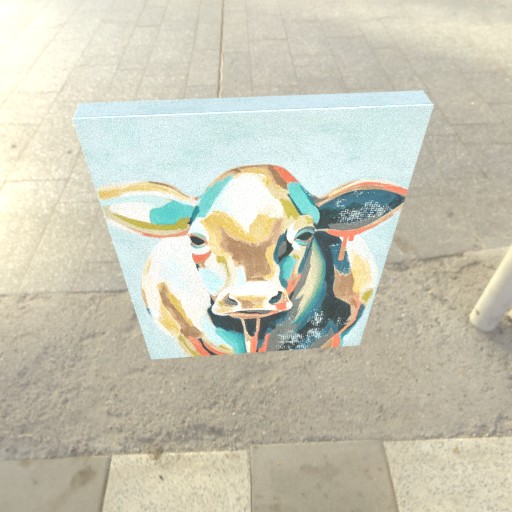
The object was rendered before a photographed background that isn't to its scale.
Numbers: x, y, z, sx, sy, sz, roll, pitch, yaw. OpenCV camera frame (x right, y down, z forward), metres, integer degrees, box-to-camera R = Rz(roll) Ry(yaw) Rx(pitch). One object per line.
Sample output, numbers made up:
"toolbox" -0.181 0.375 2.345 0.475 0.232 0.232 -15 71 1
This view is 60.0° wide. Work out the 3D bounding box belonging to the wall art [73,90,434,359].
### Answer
"wall art" 0.000 0.000 0.696 0.409 0.509 0.037 -3 46 -3
